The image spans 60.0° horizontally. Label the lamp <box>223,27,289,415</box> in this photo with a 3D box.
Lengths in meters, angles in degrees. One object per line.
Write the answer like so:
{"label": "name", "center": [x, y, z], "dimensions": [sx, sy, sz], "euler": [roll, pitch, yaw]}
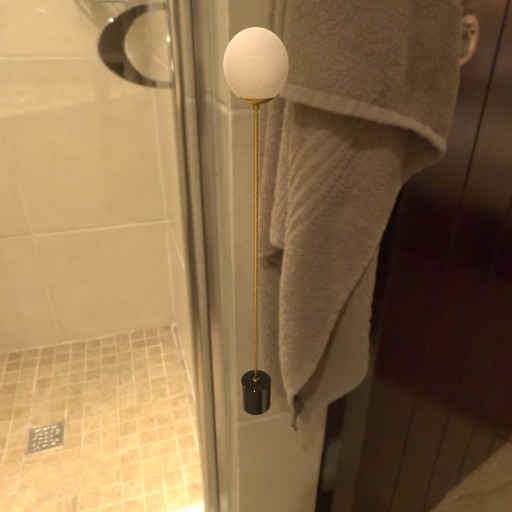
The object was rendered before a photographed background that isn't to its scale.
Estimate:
{"label": "lamp", "center": [0.000, 0.000, 1.905], "dimensions": [0.229, 1.748, 0.229], "euler": [19, 33, 31]}
